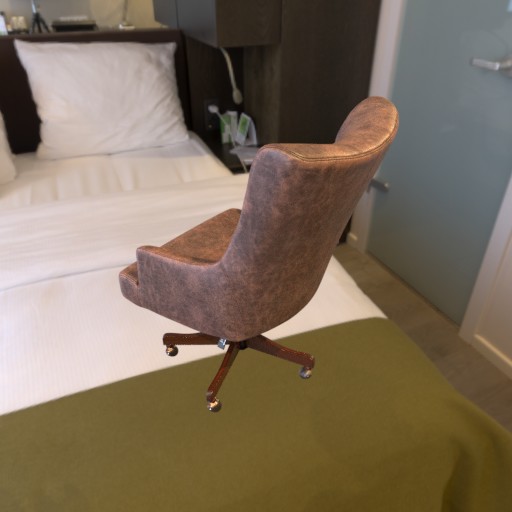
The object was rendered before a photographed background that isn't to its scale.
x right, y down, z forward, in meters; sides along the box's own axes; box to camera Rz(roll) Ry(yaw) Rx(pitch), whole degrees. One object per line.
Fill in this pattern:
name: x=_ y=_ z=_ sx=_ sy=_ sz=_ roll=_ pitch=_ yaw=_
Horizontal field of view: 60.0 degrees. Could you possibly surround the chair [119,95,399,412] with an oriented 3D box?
chair: x=0.000 y=0.000 z=1.530 sx=0.762 sy=1.035 sz=0.641 roll=22 pitch=39 yaw=30
